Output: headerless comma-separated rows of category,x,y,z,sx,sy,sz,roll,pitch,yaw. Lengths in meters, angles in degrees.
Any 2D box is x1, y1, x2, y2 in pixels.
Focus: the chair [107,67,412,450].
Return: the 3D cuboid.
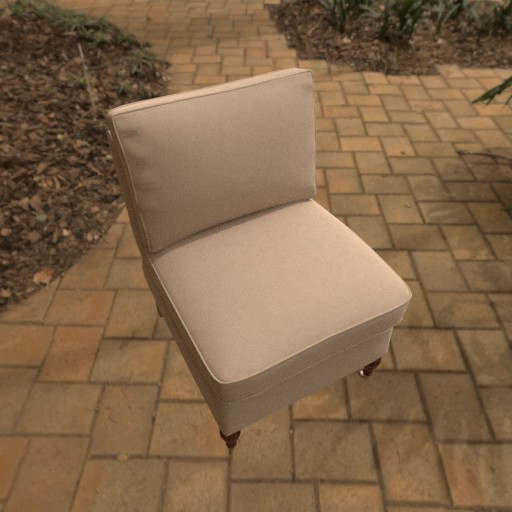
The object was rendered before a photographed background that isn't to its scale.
chair,0.000,0.000,1.608,0.724,1.052,0.912,-20,48,-20
